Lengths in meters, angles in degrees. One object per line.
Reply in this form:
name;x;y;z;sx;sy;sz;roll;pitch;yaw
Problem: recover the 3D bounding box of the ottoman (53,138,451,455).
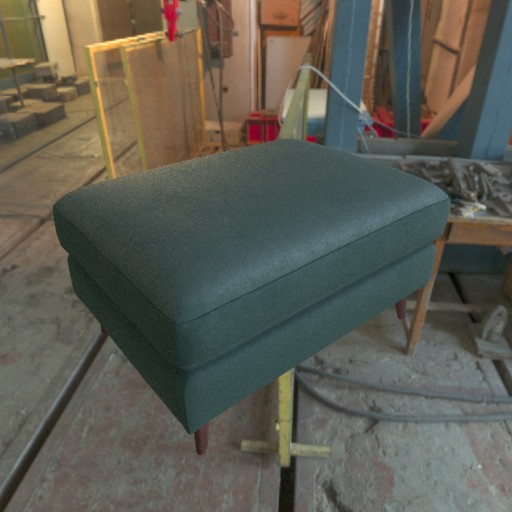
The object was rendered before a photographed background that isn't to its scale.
ottoman;0.000;0.000;1.139;0.811;0.449;0.608;-23;37;-33
